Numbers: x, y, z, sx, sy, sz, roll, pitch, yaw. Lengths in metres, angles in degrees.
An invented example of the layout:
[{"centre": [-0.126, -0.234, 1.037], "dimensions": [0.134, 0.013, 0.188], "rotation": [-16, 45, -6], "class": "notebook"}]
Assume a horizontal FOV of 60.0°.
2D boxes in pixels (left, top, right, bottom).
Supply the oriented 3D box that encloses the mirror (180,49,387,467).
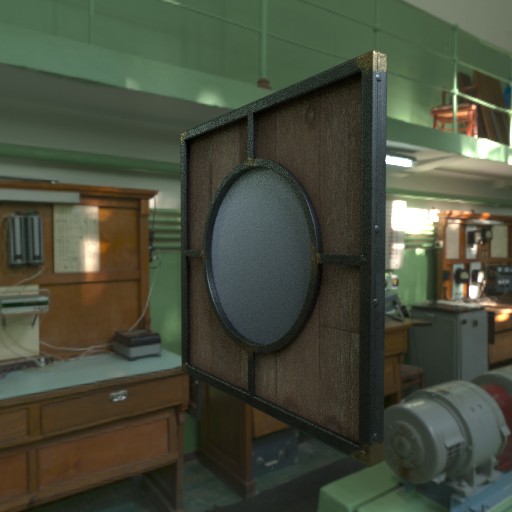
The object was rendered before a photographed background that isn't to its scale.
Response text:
[{"centre": [0.000, 0.000, 0.562], "dimensions": [0.020, 0.381, 0.382], "rotation": [-1, 2, -36], "class": "mirror"}]
